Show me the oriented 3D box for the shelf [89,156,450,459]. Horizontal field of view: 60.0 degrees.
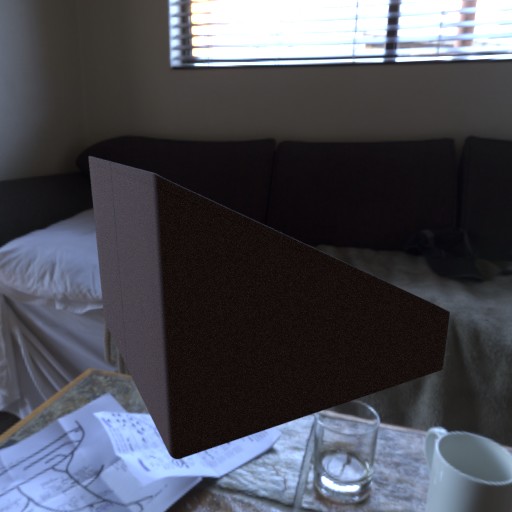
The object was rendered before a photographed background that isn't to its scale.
[{"bbox_3d":[0.000,0.000,0.487,0.292,0.210,0.292,-8,17,-27],"label":"shelf"}]
